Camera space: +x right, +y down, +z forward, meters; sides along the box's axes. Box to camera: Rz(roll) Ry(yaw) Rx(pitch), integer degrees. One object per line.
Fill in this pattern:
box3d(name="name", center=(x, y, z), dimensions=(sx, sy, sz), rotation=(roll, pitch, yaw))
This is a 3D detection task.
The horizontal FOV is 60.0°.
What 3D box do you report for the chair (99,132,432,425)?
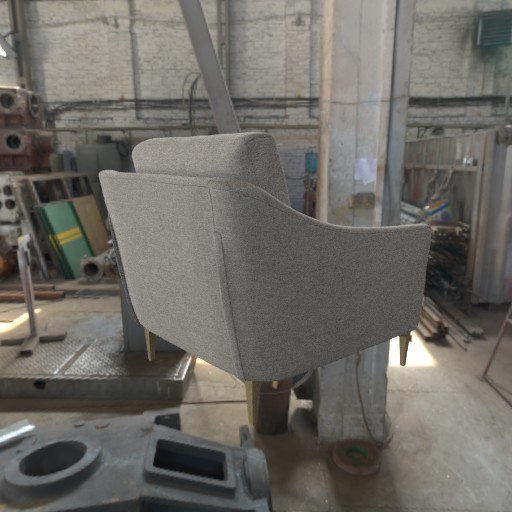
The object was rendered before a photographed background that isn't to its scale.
box3d(name="chair", center=(0.000, 0.000, 1.747), dimensions=(0.961, 0.902, 0.986), rotation=(-11, 17, -42))
